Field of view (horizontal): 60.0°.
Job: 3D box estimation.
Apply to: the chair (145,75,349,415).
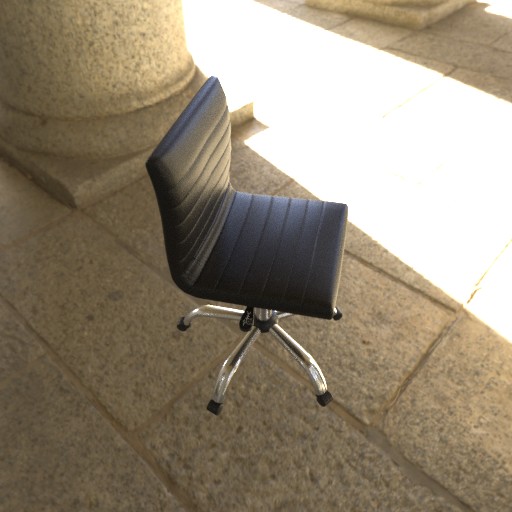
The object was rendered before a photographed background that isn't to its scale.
[{"bbox_3d":[0.000,0.000,1.166,0.530,0.780,0.556,9,45,9],"label":"chair"}]
